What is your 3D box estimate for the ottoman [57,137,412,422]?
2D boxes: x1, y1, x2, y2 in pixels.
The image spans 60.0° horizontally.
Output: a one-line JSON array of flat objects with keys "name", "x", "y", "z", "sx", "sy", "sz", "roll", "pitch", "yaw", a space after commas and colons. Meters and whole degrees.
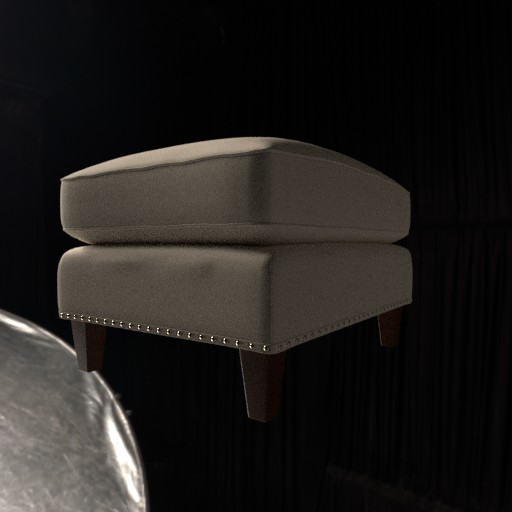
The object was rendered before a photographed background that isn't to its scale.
[{"name": "ottoman", "x": 0.000, "y": 0.000, "z": 1.125, "sx": 0.584, "sy": 0.513, "sz": 0.741, "roll": 1, "pitch": 2, "yaw": 35}]
